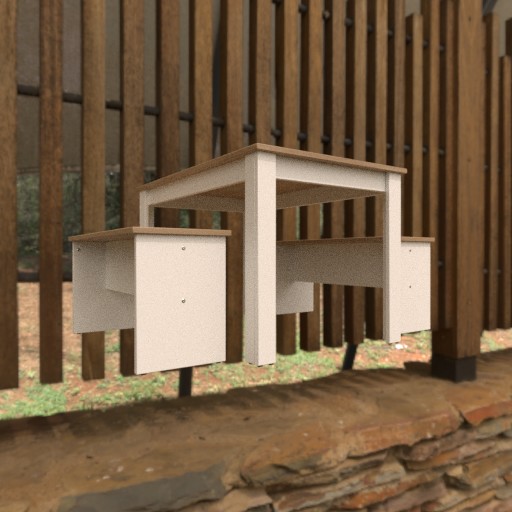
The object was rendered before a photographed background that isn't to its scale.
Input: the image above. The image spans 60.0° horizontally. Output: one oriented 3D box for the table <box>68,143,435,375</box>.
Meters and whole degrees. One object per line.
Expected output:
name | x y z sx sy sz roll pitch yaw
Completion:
table | 0.000 0.000 2.031 1.443 0.700 1.100 0 0 -34
